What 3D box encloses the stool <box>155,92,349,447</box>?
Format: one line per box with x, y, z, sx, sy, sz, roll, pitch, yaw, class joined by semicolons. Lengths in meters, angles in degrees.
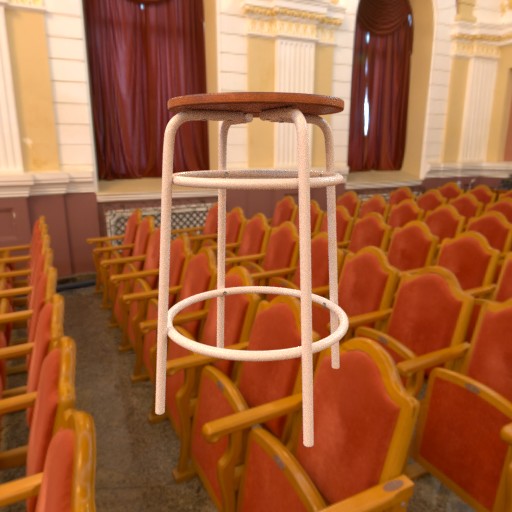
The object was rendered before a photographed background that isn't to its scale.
0.000;0.000;0.927;0.455;0.610;0.455;-7;15;-25;stool
